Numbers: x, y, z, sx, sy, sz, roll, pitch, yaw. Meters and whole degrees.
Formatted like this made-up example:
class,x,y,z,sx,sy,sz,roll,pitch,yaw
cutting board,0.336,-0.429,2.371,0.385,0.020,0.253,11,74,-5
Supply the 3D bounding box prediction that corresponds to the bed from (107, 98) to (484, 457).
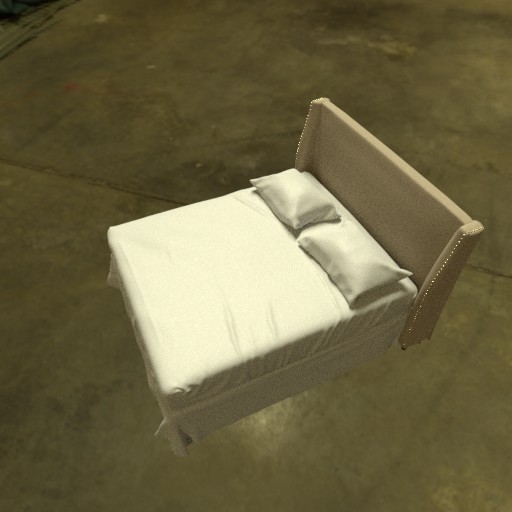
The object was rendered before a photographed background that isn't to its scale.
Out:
class,x,y,z,sx,sy,sz,roll,pitch,yaw
bed,0.000,0.000,3.468,2.276,1.332,1.925,-19,49,-17
